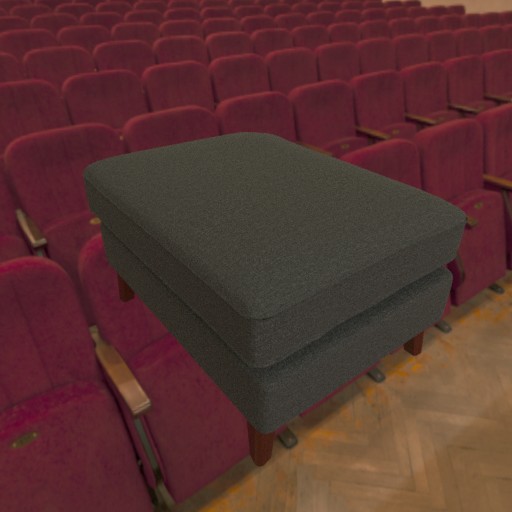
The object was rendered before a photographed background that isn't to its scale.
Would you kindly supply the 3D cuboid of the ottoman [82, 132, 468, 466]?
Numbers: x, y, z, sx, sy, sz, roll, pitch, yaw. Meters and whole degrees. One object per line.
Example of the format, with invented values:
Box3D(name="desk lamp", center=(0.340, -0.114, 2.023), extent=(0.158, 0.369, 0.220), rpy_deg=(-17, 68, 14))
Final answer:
Box3D(name="ottoman", center=(0.000, 0.000, 1.231), extent=(0.629, 0.503, 0.835), rpy_deg=(-22, 38, -31))
